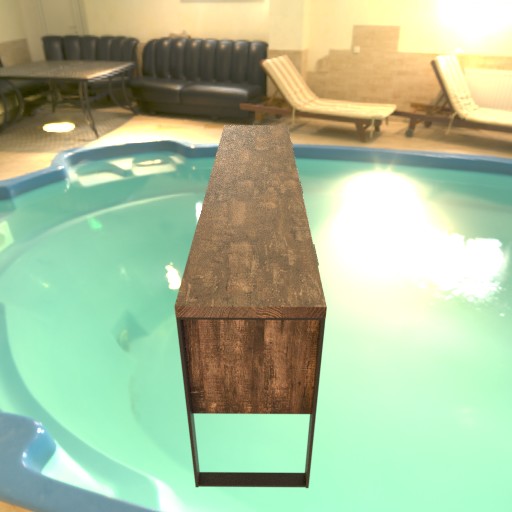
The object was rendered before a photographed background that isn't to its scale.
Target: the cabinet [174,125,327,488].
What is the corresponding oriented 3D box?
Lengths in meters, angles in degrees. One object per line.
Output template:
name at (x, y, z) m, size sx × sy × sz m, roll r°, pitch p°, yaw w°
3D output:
cabinet at (0.000, 0.000, 2.076) m, size 0.395 × 0.762 × 1.800 m, roll 0°, pitch 30°, yaw 0°
